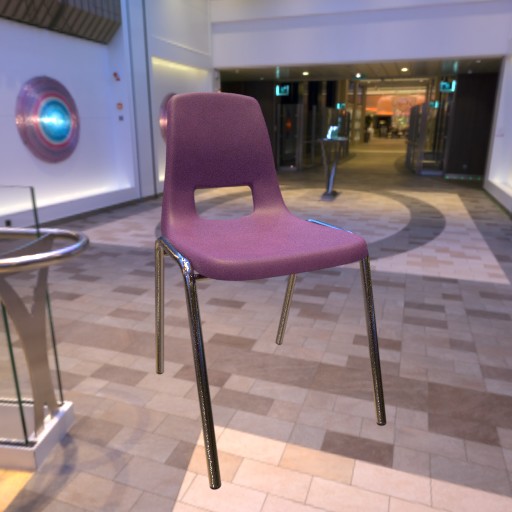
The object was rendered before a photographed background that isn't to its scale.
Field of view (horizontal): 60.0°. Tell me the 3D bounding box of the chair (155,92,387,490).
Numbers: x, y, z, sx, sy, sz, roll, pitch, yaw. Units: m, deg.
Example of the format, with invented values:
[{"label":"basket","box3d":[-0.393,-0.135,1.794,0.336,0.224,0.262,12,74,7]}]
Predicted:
[{"label":"chair","box3d":[0.000,0.000,0.905,0.381,0.654,0.432,-8,18,-26]}]
